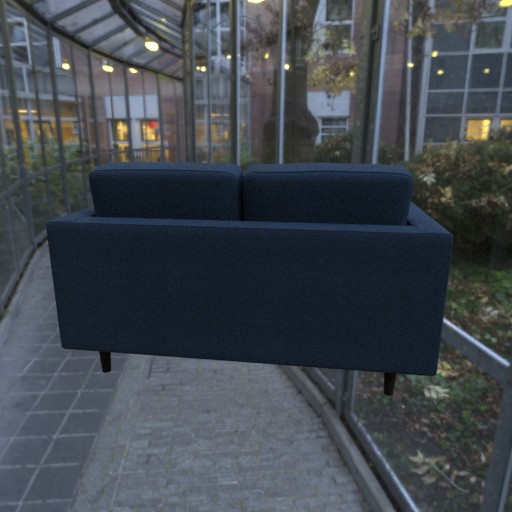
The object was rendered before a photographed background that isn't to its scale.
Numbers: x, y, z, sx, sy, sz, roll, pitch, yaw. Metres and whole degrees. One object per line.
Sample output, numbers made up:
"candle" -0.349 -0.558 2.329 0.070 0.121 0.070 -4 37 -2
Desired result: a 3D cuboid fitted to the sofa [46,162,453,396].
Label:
"sofa" 0.000 0.000 2.159 1.518 0.930 0.999 2 16 8
